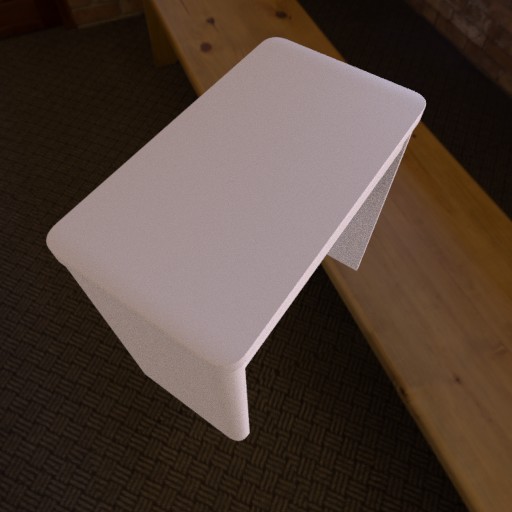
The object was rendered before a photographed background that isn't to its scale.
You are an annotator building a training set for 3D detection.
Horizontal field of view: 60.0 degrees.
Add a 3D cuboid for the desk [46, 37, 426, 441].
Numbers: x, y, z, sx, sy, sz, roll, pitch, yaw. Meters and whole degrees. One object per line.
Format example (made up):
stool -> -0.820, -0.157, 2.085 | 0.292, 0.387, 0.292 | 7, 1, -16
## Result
desk -> 0.000, 0.000, 1.252 | 0.446, 0.760, 0.790 | 31, 64, 17
